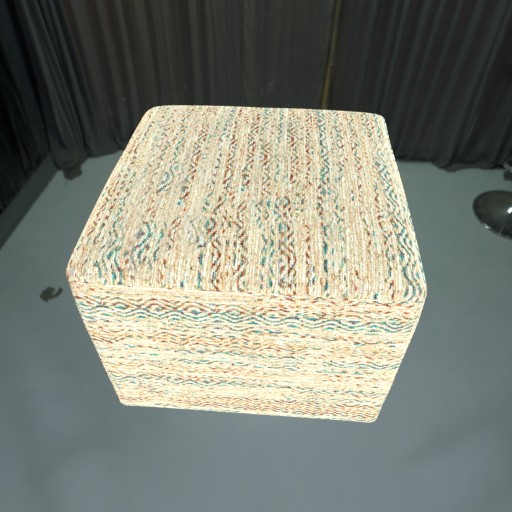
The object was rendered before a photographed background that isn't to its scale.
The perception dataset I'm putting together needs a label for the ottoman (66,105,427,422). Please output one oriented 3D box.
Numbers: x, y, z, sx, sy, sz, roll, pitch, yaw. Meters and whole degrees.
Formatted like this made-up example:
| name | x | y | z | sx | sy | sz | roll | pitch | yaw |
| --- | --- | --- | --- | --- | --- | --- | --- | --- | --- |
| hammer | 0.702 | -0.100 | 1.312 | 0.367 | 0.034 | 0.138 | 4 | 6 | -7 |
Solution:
| name | x | y | z | sx | sy | sz | roll | pitch | yaw |
| --- | --- | --- | --- | --- | --- | --- | --- | --- | --- |
| ottoman | 0.000 | 0.000 | 0.914 | 0.521 | 0.453 | 0.512 | 3 | 45 | 3 |
